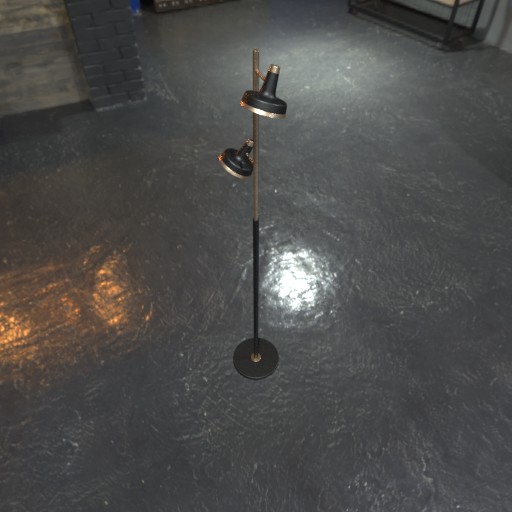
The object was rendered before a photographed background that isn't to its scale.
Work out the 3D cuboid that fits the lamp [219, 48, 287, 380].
[{"bbox_3d":[0.000,0.000,1.841,0.253,1.674,0.351,-17,49,-16],"label":"lamp"}]
